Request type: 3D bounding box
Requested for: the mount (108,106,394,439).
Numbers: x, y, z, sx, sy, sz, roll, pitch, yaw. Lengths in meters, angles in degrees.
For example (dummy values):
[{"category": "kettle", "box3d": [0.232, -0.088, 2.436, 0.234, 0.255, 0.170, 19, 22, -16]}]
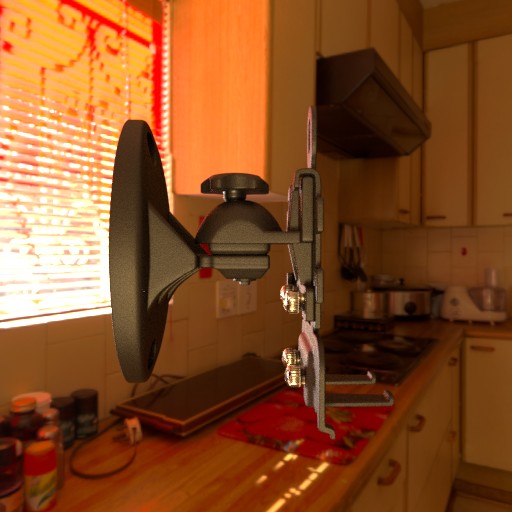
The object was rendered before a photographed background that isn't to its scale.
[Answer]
[{"category": "mount", "box3d": [0.000, 0.000, 0.176, 0.100, 0.118, 0.066, 0, 1, 1]}]
